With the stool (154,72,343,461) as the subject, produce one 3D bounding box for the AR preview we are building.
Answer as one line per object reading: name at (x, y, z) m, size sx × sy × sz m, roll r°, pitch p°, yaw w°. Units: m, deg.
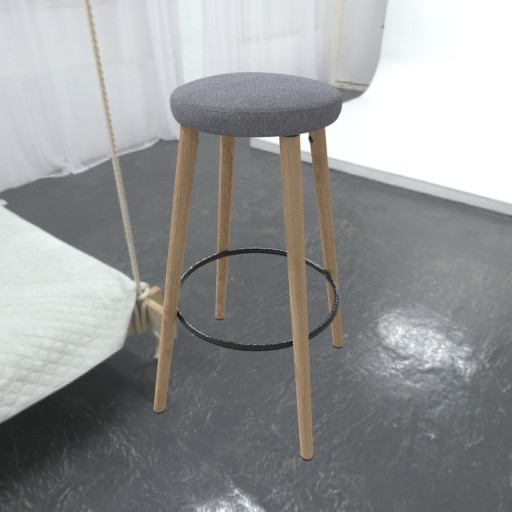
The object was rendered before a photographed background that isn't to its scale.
stool at (0.000, 0.000, 1.016) m, size 0.410 × 0.770 × 0.410 m, roll 11°, pitch 33°, yaw 17°
